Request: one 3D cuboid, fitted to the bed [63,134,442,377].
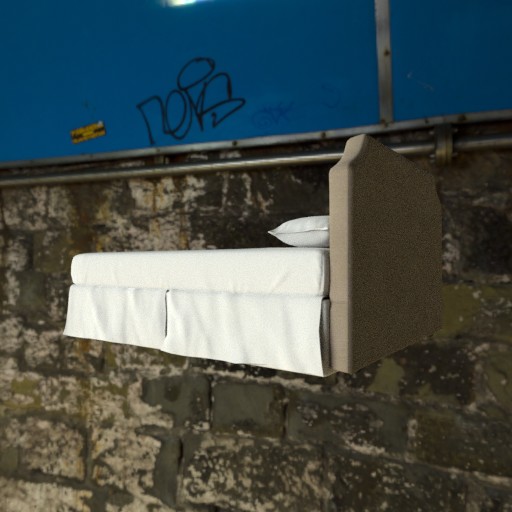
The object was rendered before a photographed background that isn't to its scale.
[{"bbox_3d":[0.000,0.000,3.660,2.498,1.293,1.977,-1,-1,36],"label":"bed"}]
